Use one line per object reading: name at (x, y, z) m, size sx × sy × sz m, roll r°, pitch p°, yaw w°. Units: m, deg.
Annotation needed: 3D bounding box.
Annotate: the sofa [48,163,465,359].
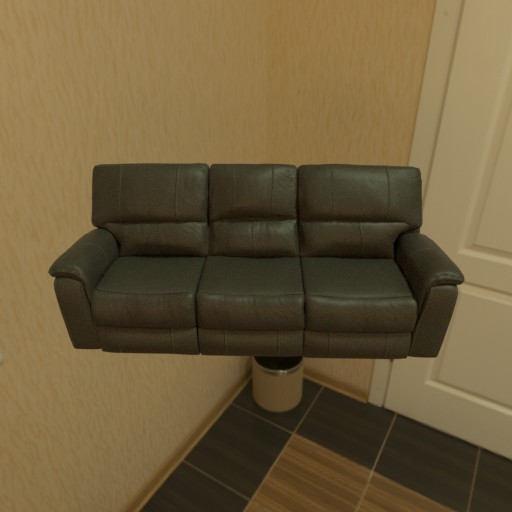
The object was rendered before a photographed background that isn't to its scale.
sofa at (0.000, 0.000, 3.219) m, size 2.627 × 1.134 × 1.104 m, roll 1°, pitch 29°, yaw 2°
